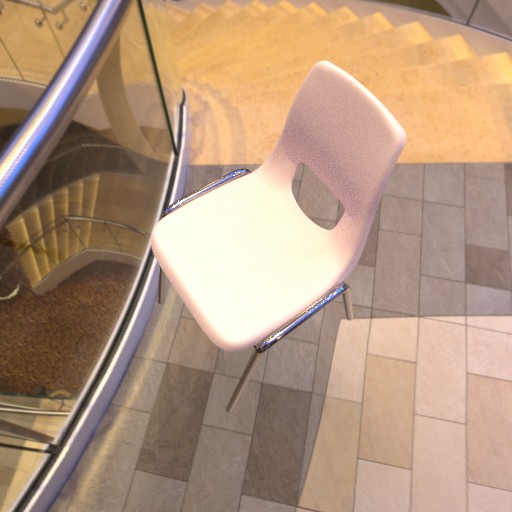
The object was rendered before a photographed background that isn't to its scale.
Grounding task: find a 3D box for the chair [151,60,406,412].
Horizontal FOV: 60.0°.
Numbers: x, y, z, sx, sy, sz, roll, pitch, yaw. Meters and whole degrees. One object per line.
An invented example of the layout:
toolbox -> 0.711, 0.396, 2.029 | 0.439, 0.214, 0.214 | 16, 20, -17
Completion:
chair -> 0.000, 0.000, 0.961 | 0.436, 0.704, 0.381 | -32, 67, -15
